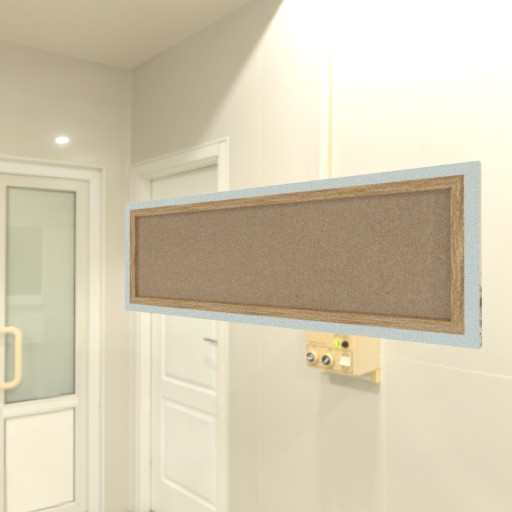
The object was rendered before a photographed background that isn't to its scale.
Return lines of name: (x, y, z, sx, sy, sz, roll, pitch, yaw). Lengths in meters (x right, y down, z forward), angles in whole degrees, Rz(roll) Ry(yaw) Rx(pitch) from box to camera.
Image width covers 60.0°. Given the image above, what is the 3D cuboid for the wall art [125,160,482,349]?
wall art: (0.000, 0.000, 1.657, 1.520, 0.507, 0.039, 0, -1, 37)
